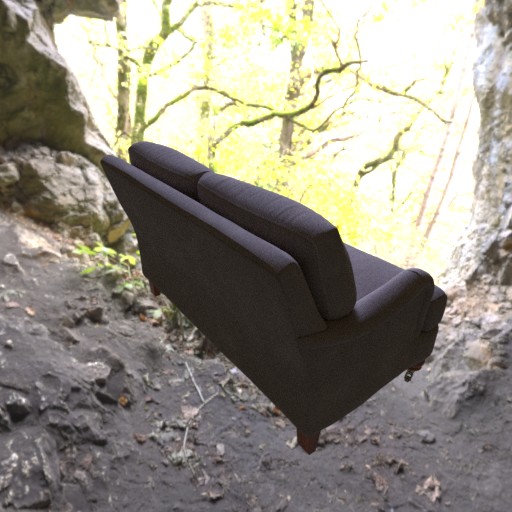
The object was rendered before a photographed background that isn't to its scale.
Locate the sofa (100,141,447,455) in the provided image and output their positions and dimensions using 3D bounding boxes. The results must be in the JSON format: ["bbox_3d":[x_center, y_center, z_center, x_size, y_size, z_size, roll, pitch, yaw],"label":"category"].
[{"bbox_3d":[0.000,0.000,2.536,1.084,1.101,1.853,-18,32,-31],"label":"sofa"}]
